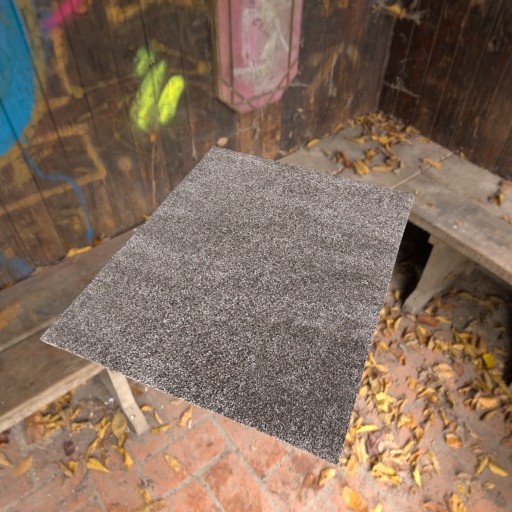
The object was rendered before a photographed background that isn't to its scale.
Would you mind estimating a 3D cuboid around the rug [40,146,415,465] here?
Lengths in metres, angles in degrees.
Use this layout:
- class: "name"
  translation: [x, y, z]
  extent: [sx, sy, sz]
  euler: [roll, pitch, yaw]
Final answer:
- class: "rug"
  translation: [0.000, 0.000, 4.090]
  extent: [2.401, 0.025, 3.000]
  euler: [17, 48, 16]
